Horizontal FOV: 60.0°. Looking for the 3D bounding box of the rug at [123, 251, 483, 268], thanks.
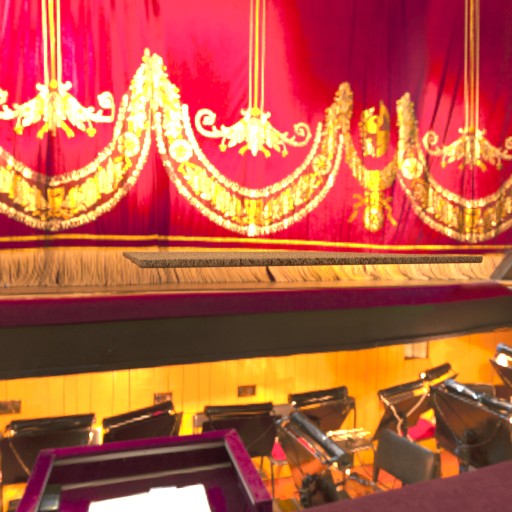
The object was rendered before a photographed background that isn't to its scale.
[{"bbox_3d":[0.000,0.000,2.154,1.199,0.025,1.600,0,1,-18],"label":"rug"}]
